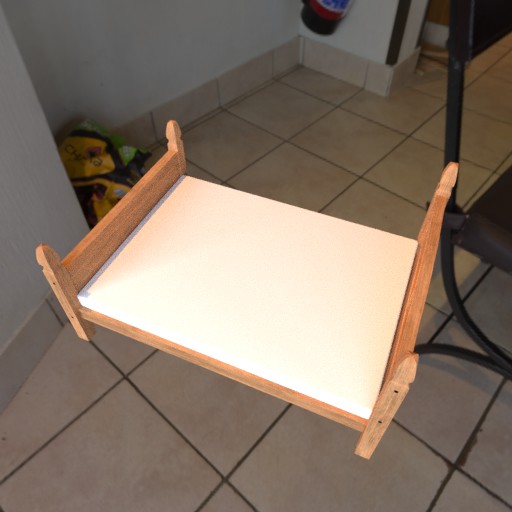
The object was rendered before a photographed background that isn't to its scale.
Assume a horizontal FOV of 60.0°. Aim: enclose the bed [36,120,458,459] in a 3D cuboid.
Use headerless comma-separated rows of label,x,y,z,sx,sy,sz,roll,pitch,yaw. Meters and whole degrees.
bed,0.000,0.000,2.888,2.069,1.100,1.490,18,50,15
